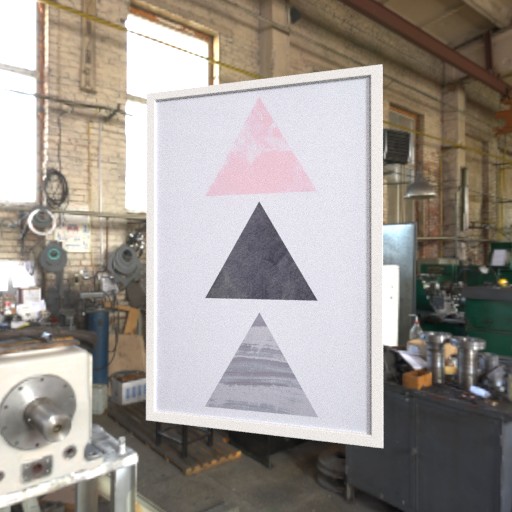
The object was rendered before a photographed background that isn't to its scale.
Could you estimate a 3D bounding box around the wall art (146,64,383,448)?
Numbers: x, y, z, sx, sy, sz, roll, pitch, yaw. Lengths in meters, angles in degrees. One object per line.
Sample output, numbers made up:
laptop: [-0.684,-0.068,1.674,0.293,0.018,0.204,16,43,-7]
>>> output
wall art: [0.000,0.000,0.829,0.456,0.656,0.013,0,0,17]
